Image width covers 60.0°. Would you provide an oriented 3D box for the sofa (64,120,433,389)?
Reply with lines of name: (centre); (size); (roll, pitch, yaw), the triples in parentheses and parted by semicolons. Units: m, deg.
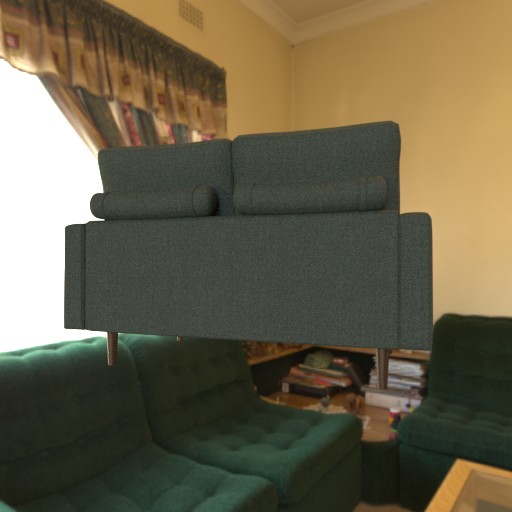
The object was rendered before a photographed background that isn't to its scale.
sofa: (0.000, 0.000, 1.949); (1.407, 0.907, 0.842); (0, -1, 19)
